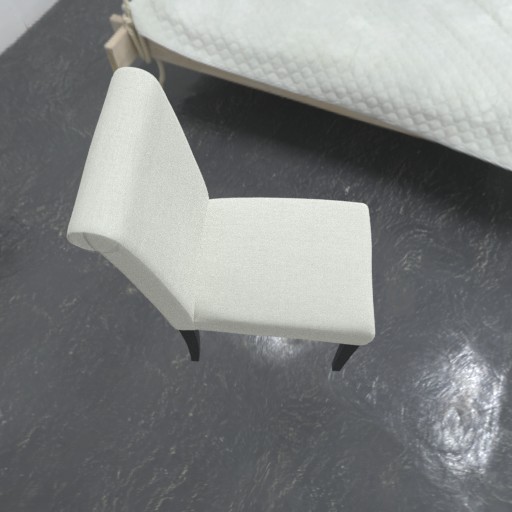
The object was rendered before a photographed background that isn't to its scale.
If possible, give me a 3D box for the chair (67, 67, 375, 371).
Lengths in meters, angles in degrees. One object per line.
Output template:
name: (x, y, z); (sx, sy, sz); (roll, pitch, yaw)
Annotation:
chair: (0.000, 0.000, 1.338); (0.708, 0.976, 0.452); (3, 63, 2)
